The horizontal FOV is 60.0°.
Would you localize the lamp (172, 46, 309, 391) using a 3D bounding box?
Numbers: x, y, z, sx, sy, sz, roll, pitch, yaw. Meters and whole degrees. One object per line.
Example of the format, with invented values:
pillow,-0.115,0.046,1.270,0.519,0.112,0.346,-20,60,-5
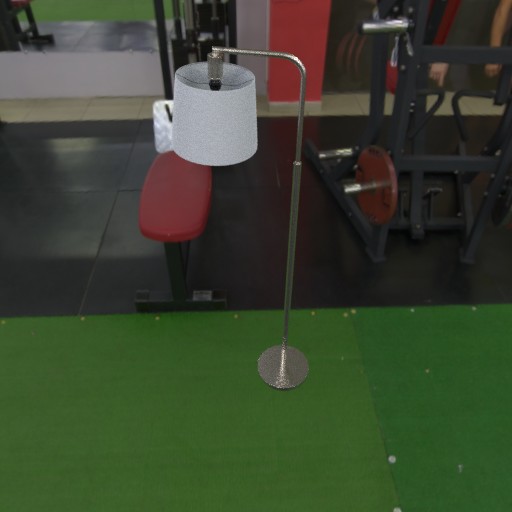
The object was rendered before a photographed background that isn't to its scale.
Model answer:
lamp,0.000,0.000,1.655,0.508,1.478,0.254,0,42,0
